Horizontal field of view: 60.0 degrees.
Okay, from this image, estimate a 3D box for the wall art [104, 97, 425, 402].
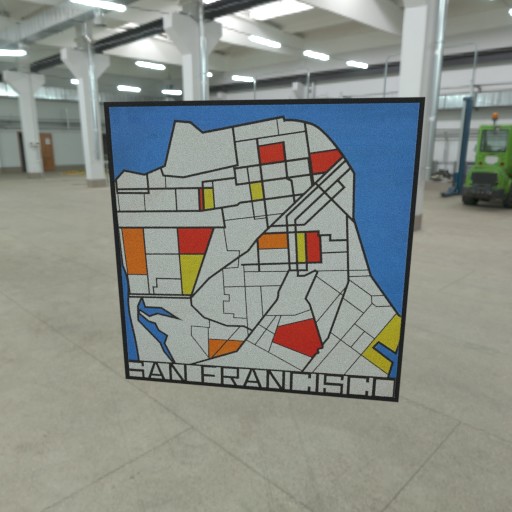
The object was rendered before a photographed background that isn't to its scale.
[{"bbox_3d":[0.000,0.000,0.685,0.458,0.457,0.013,2,14,9],"label":"wall art"}]
